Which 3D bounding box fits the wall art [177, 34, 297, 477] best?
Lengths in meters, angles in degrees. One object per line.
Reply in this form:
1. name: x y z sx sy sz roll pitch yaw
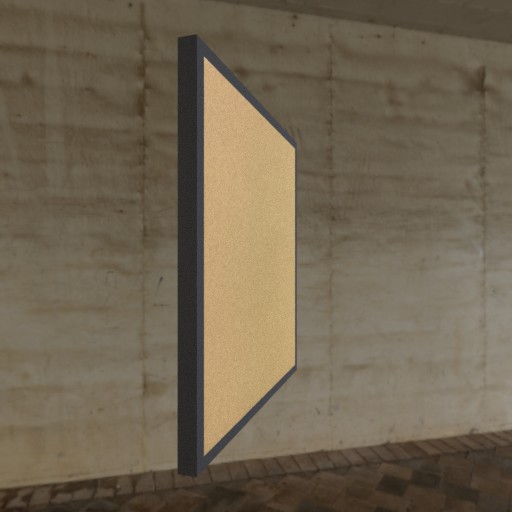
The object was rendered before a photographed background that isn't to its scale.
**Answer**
1. wall art: 0.000 0.000 1.127 0.037 0.760 0.762 0 0 18
